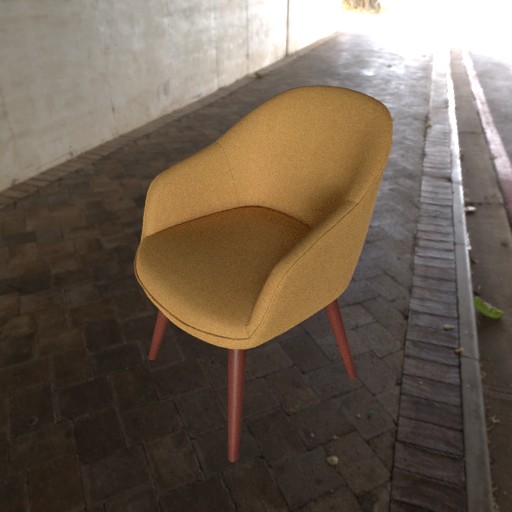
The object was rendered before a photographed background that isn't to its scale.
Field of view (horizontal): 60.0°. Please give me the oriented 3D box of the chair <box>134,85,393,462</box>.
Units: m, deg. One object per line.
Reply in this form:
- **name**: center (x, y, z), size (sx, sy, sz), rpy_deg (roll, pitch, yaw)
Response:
- **chair**: center (0.000, 0.000, 1.241), size (0.635, 0.823, 0.596), rpy_deg (-22, 38, -32)
